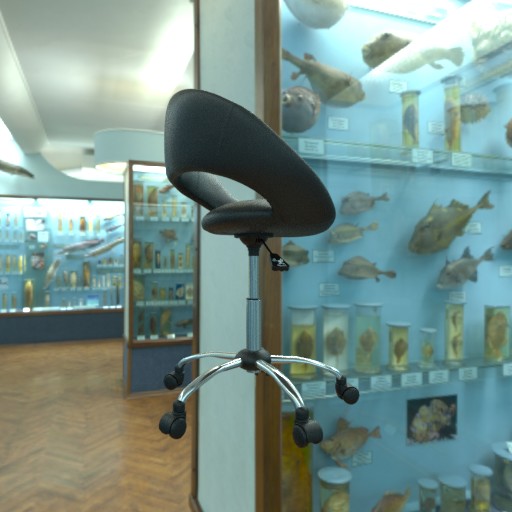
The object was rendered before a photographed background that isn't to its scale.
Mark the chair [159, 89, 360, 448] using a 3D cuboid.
[{"bbox_3d":[0.000,0.000,1.182,0.538,0.791,0.612,0,0,-18],"label":"chair"}]
